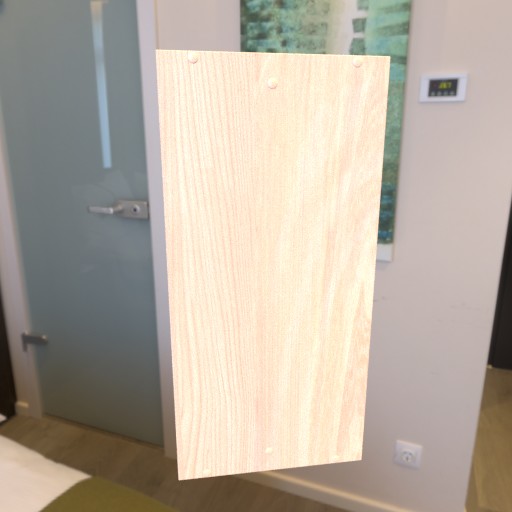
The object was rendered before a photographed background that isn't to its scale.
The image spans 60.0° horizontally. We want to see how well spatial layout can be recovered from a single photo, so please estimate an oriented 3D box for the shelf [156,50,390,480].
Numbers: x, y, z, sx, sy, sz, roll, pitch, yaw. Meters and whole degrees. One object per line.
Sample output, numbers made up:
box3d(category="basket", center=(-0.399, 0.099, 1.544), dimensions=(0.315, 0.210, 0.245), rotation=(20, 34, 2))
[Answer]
box3d(category="shelf", center=(0.000, 0.000, 0.780), dimensions=(0.290, 0.600, 0.350), rotation=(-2, 15, -8))
